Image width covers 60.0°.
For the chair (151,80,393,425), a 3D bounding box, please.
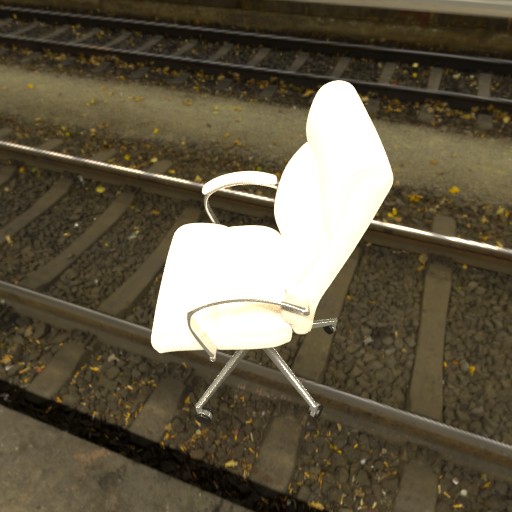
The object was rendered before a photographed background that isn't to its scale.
[{"bbox_3d":[0.000,0.000,1.604,0.745,1.099,0.727,0,41,0],"label":"chair"}]
